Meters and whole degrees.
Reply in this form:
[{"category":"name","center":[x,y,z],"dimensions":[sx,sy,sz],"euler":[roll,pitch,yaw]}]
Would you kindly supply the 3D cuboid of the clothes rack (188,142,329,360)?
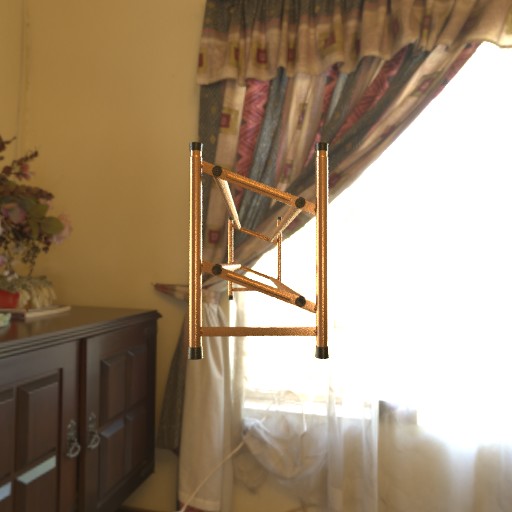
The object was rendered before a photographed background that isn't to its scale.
[{"category":"clothes rack","center":[0.000,0.000,1.290],"dimensions":[0.229,0.349,1.168],"euler":[0,-1,0]}]
